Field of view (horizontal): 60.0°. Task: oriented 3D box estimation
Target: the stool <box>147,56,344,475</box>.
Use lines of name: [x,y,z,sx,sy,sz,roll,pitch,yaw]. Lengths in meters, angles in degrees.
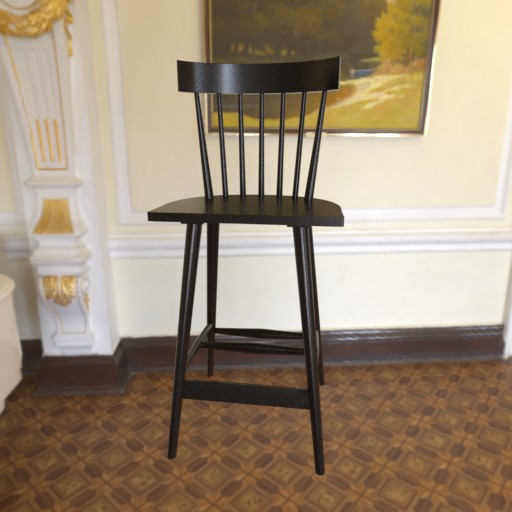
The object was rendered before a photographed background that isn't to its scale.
stool: [0.000,0.000,1.321,0.482,1.092,0.483,2,16,8]
